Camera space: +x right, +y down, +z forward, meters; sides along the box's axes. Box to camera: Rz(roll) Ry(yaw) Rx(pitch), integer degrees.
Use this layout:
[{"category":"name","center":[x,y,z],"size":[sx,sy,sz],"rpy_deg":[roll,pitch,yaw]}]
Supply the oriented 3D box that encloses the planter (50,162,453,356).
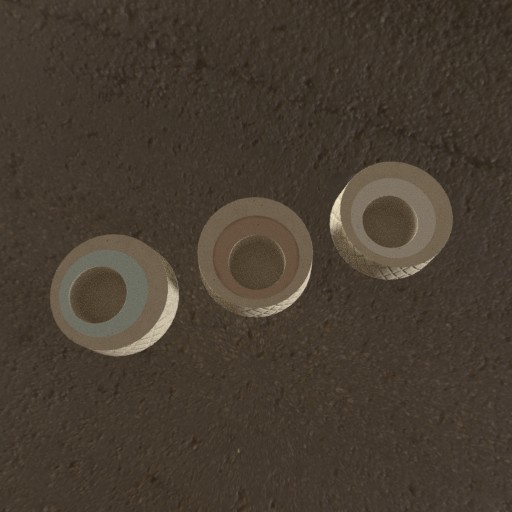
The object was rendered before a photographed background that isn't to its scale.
[{"category":"planter","center":[0.000,0.000,0.430],"size":[0.390,0.038,0.114],"rpy_deg":[-15,76,-4]}]
